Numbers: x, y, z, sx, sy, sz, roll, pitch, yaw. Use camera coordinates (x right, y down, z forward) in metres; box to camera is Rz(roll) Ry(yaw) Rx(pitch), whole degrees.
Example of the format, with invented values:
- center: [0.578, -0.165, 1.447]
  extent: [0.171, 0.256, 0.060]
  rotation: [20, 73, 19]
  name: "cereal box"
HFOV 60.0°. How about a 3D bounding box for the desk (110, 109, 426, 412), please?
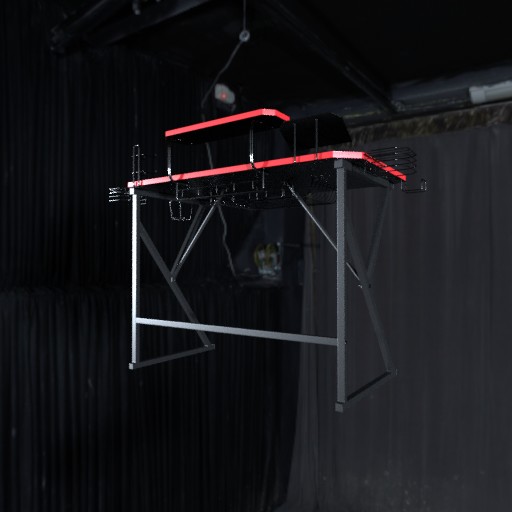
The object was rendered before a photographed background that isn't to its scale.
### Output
- center: [0.000, 0.000, 1.735]
  extent: [1.280, 0.913, 0.588]
  rotation: [-1, -1, 34]
  name: "desk"
